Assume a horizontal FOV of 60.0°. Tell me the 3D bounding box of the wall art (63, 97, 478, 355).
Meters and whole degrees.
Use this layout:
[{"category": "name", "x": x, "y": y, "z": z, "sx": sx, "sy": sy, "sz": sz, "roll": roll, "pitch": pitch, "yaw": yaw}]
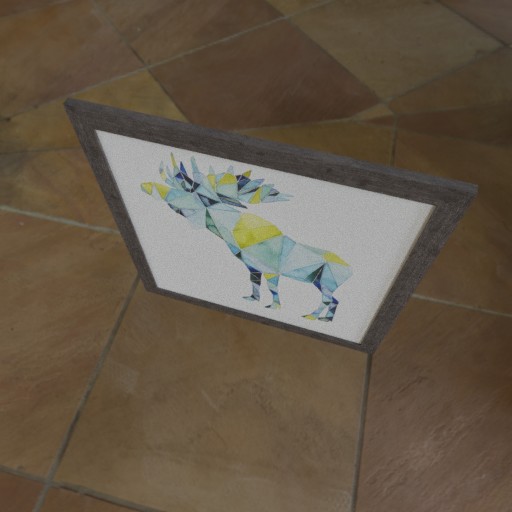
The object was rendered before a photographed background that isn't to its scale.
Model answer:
[{"category": "wall art", "x": 0.000, "y": 0.000, "z": 0.666, "sx": 0.457, "sy": 0.457, "sz": 0.013, "roll": 14, "pitch": 59, "yaw": 9}]
